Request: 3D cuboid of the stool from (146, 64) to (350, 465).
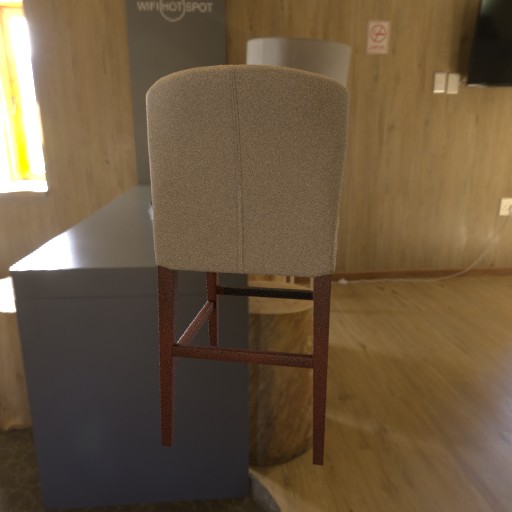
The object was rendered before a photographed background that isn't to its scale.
[{"bbox_3d":[0.000,0.000,1.294,0.479,0.968,0.568,3,16,9],"label":"stool"}]
